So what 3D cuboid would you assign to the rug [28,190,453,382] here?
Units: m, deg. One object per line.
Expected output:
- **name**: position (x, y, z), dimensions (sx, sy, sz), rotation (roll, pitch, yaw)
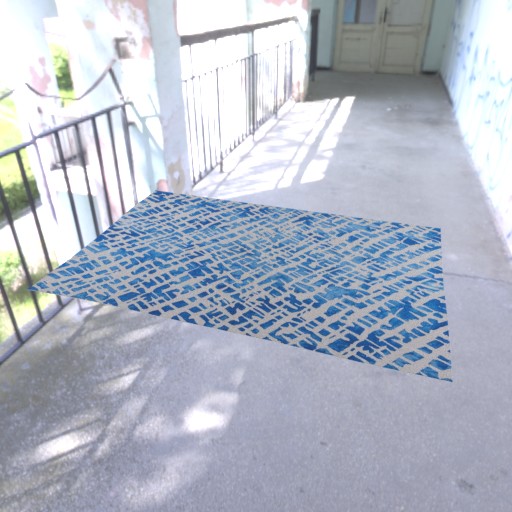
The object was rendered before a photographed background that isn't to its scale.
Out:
- **rug**: position (0.000, 0.000, 2.279), dimensions (1.830, 0.011, 1.209), rotation (9, 32, 15)
